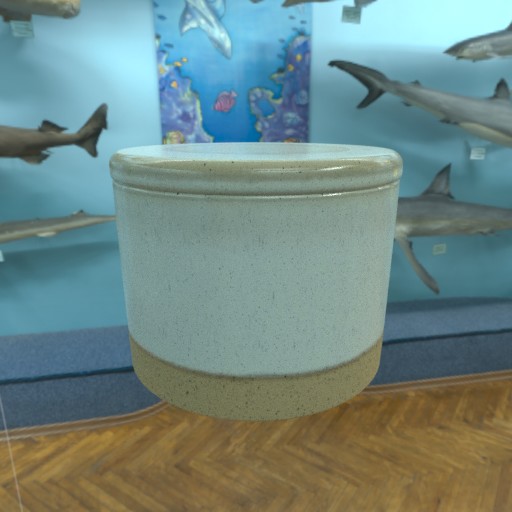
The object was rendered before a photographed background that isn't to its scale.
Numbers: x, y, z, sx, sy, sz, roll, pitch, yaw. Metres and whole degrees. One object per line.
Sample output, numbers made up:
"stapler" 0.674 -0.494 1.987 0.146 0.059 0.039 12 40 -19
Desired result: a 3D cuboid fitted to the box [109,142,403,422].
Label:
"box" 0.000 0.000 0.259 0.154 0.123 0.154 0 17 0
